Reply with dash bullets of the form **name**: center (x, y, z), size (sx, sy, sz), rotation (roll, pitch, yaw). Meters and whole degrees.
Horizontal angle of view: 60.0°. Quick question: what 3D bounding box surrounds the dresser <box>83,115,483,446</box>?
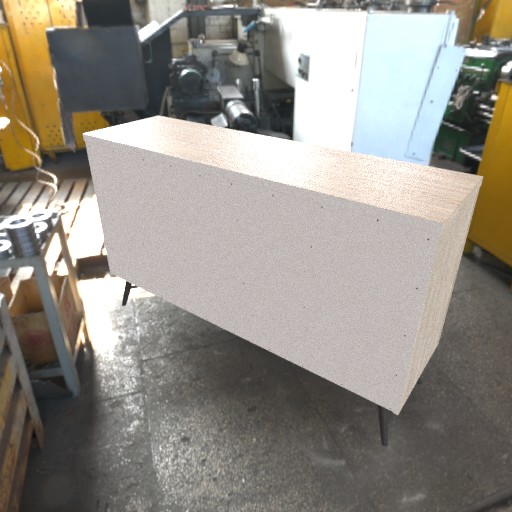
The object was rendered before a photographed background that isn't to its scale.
- **dresser**: center (0.000, 0.000, 1.911), size (1.524, 0.914, 0.457), rotation (20, 35, 31)
